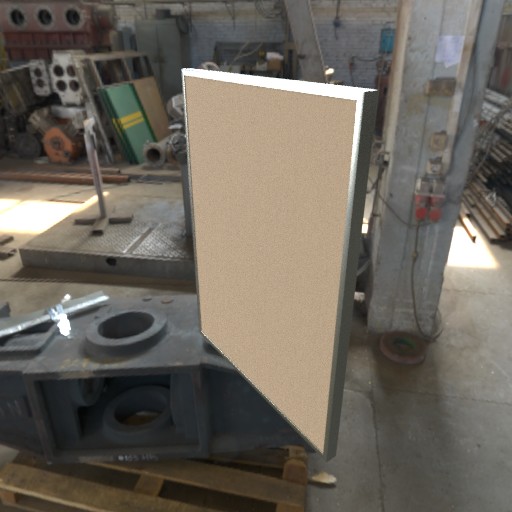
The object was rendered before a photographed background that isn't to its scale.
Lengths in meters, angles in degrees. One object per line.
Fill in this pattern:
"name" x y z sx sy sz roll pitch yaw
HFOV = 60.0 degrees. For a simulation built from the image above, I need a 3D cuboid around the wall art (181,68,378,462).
"wall art" 0.000 0.000 1.415 0.041 1.062 0.803 -17 31 -31
